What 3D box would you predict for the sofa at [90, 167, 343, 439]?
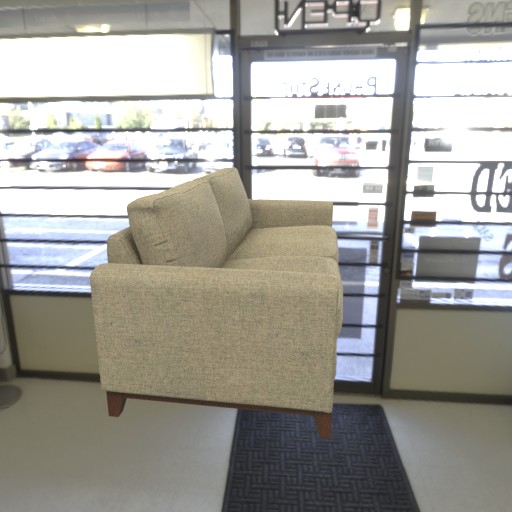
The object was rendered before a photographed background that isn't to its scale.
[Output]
[{"bbox_3d":[0.000,0.000,2.565,0.969,0.892,1.978,2,16,9],"label":"sofa"}]
